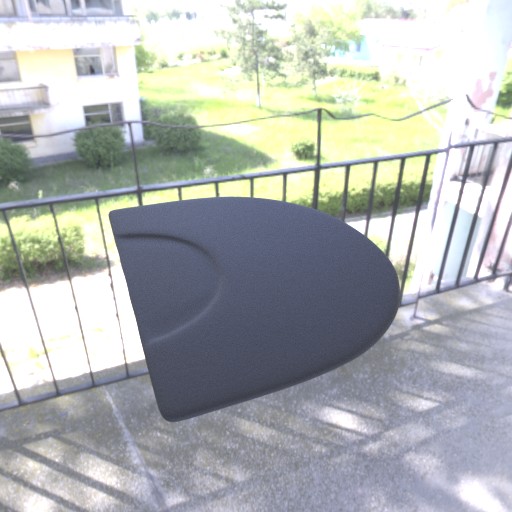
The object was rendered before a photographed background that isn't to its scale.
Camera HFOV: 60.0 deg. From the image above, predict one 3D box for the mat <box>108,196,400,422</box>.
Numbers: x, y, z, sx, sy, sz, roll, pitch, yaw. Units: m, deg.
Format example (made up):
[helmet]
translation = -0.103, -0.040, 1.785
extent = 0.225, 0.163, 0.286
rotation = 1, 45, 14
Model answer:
[mat]
translation = 0.000, 0.000, 1.593
extent = 0.917, 0.016, 1.220
rotation = -11, 32, -19
